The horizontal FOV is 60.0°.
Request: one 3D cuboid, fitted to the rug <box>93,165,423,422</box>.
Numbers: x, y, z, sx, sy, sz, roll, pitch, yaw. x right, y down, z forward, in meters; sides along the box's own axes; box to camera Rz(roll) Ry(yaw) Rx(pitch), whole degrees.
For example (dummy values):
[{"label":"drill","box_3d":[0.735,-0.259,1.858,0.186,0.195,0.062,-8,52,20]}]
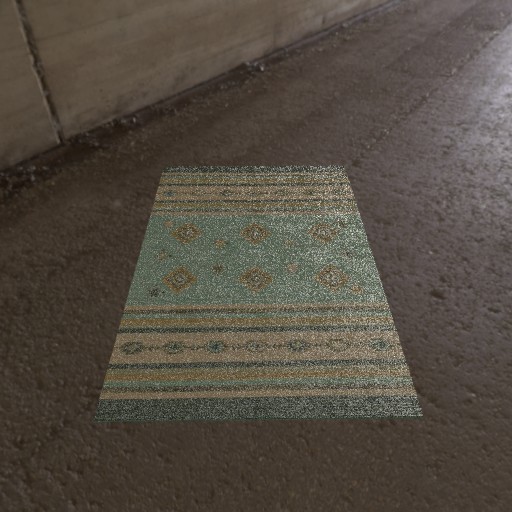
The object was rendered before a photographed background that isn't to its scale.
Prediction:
[{"label":"rug","box_3d":[0.000,0.000,2.306,1.212,0.010,1.811,0,42,-1]}]
